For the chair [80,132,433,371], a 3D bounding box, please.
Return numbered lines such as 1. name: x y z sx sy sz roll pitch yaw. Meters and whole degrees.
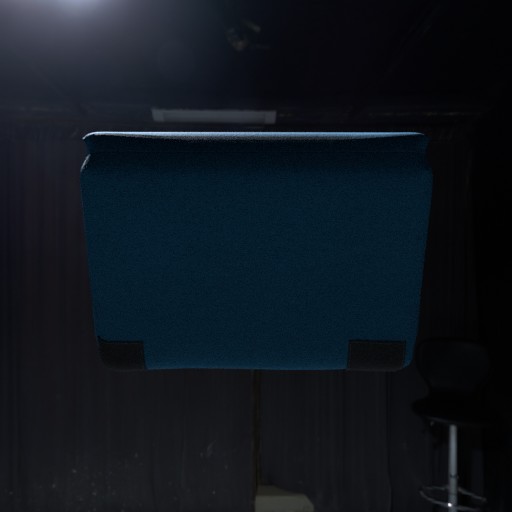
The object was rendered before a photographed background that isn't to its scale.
1. chair: 0.000 0.000 1.331 0.820 0.580 0.780 0 -1 0
